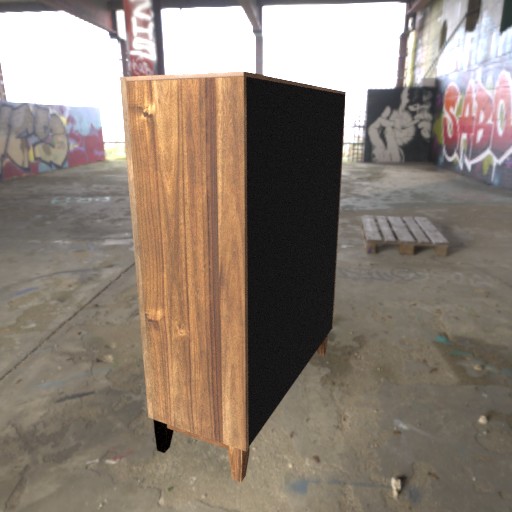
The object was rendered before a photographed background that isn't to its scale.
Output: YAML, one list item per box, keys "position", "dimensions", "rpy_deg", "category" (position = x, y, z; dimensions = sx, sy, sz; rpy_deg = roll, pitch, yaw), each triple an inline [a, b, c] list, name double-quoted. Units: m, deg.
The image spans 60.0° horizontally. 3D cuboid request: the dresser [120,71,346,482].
- position: [0.000, 0.000, 1.938]
  dimensions: [0.442, 1.393, 1.062]
  rpy_deg: [8, 19, 24]
  category: "dresser"
